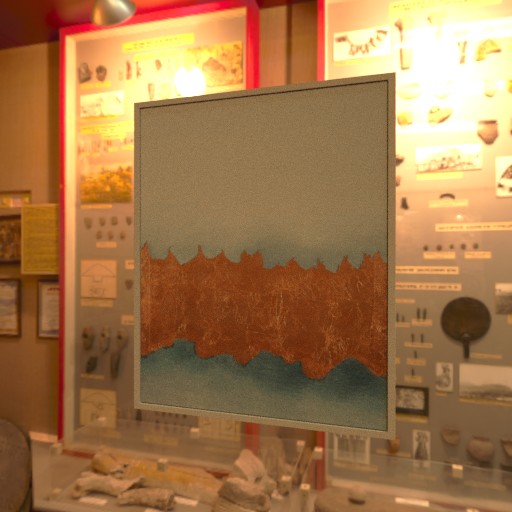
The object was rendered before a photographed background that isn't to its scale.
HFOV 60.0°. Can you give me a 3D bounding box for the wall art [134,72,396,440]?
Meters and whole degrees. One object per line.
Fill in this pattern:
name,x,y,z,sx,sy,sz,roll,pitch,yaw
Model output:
wall art,0.000,0.000,0.751,0.451,0.553,0.039,0,0,18
